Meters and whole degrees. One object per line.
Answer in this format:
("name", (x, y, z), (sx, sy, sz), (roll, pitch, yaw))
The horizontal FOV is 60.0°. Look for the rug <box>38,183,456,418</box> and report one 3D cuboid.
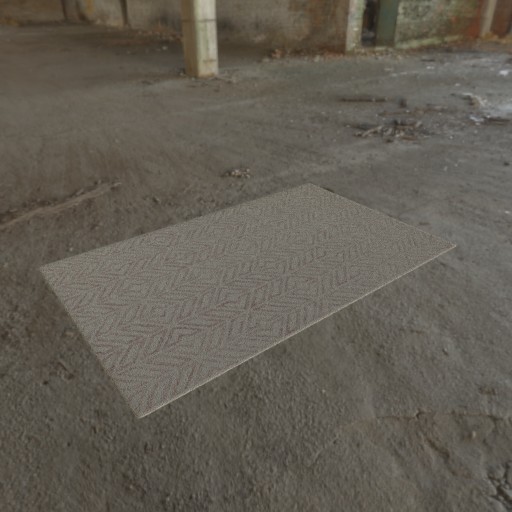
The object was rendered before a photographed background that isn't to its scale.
("rug", (0.000, 0.000, 3.025), (2.438, 0.008, 1.523), (-22, 37, -32))
